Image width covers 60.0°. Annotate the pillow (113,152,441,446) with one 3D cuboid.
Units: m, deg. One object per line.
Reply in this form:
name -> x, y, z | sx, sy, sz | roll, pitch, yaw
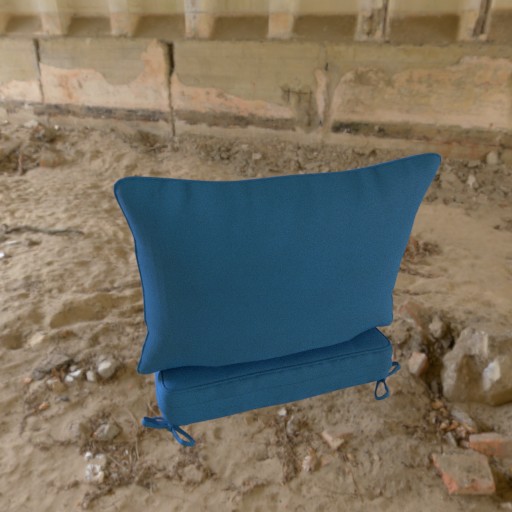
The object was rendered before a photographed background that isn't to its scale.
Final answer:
pillow -> 0.000, 0.000, 1.368 | 0.798, 0.725, 0.733 | -8, 28, -15
